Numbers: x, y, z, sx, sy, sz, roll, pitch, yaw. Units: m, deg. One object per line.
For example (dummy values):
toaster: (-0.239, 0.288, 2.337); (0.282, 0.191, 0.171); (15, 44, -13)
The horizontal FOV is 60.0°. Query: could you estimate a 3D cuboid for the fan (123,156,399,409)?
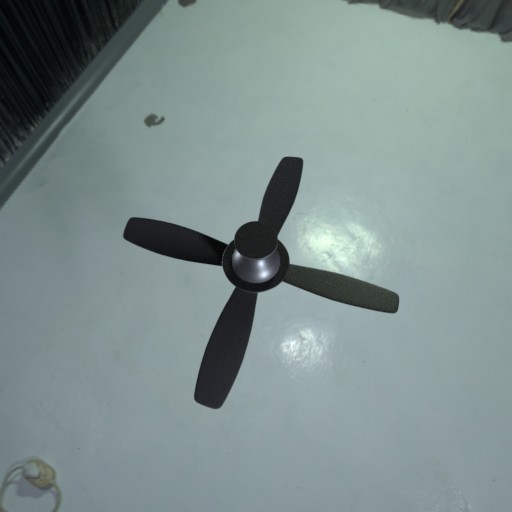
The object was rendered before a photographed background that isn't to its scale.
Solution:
fan: (0.000, 0.000, 2.532); (1.694, 0.382, 1.694); (16, 64, 8)
